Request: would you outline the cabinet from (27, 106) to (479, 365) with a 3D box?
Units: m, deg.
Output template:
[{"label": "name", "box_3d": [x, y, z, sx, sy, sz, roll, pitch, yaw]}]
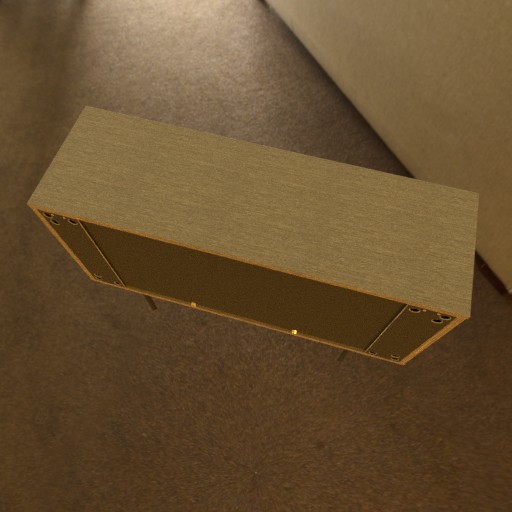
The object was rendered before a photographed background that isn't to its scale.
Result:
[{"label": "cabinet", "box_3d": [0.000, 0.000, 1.584, 1.194, 0.787, 0.405, 14, 65, 7]}]
